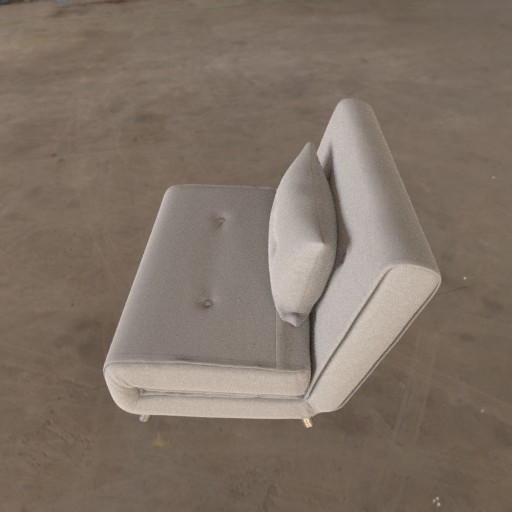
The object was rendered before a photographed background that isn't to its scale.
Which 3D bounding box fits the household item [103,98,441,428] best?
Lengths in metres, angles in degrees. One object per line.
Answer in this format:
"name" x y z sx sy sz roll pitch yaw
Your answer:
"household item" 0.000 0.000 1.601 0.874 0.800 1.000 1 41 2
